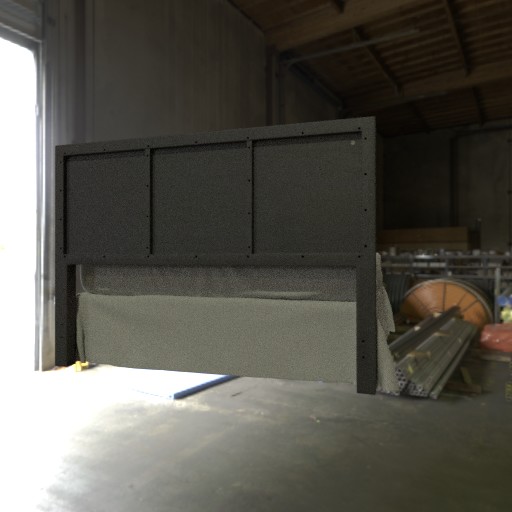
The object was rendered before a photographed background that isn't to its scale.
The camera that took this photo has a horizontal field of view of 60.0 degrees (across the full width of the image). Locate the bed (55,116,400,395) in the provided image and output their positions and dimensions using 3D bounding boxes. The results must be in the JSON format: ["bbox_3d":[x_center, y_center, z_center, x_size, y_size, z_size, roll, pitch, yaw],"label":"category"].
[{"bbox_3d":[0.000,0.000,2.902,1.772,1.142,1.785,0,0,17],"label":"bed"}]
